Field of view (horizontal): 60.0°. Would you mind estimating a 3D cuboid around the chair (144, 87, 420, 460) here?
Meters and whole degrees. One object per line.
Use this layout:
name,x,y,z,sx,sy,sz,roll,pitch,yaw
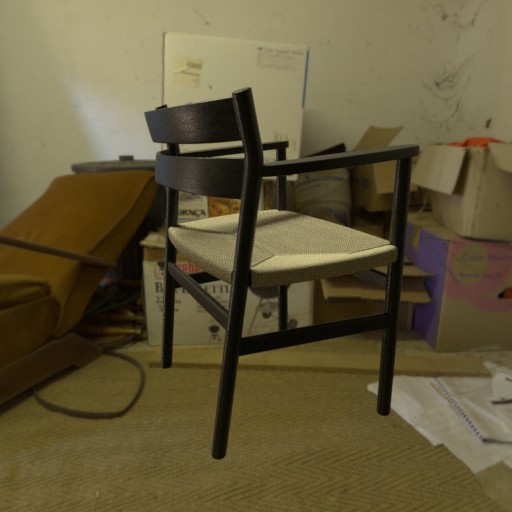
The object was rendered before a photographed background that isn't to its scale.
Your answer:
chair,0.000,0.000,1.163,0.508,0.775,0.630,-8,17,-25
